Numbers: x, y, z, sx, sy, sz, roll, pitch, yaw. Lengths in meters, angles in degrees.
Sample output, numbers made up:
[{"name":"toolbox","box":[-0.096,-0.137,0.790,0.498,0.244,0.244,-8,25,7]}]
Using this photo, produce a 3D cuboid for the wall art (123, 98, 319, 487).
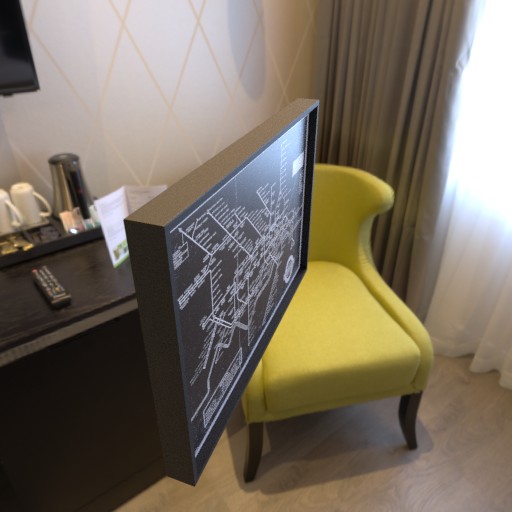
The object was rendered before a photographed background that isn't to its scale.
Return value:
[{"name":"wall art","box":[0.000,0.000,0.852,0.051,0.456,0.671,11,32,18]}]
